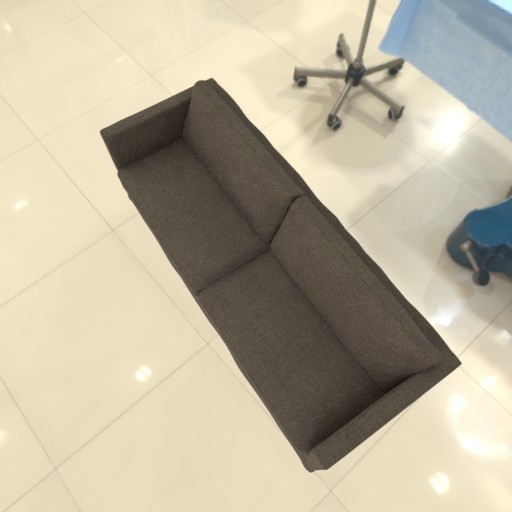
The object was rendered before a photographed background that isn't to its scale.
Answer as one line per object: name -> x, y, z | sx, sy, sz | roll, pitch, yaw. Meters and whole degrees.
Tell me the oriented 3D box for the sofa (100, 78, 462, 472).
sofa -> 0.000, 0.000, 3.210 | 1.036, 0.998, 2.779 | -31, 68, -14
